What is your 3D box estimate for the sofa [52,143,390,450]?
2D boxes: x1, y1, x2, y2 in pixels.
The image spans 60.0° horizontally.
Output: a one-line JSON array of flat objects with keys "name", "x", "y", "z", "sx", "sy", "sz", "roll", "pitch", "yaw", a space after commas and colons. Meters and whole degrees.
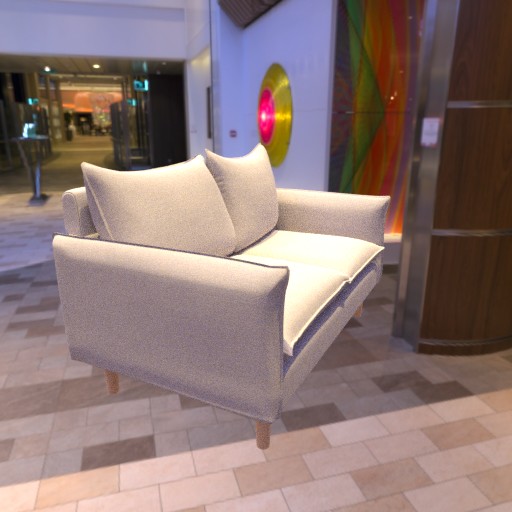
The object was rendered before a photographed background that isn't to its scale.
[{"name": "sofa", "x": 0.000, "y": 0.000, "z": 1.813, "sx": 0.820, "sy": 0.840, "sz": 1.300, "roll": 9, "pitch": 19, "yaw": 26}]
